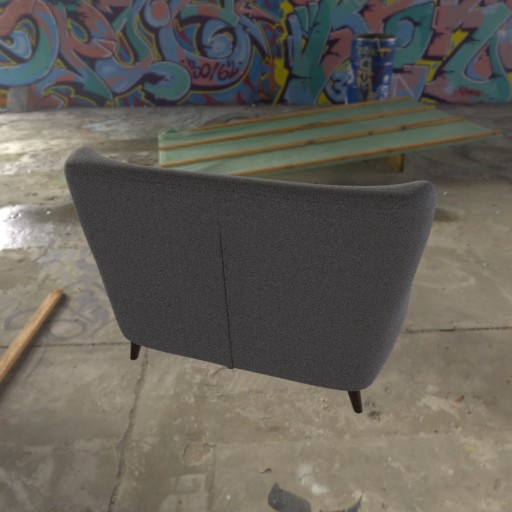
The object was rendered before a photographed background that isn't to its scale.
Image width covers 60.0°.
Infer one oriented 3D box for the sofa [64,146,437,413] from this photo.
[{"bbox_3d":[0.000,0.000,2.017,1.386,1.028,0.884,9,31,15],"label":"sofa"}]
